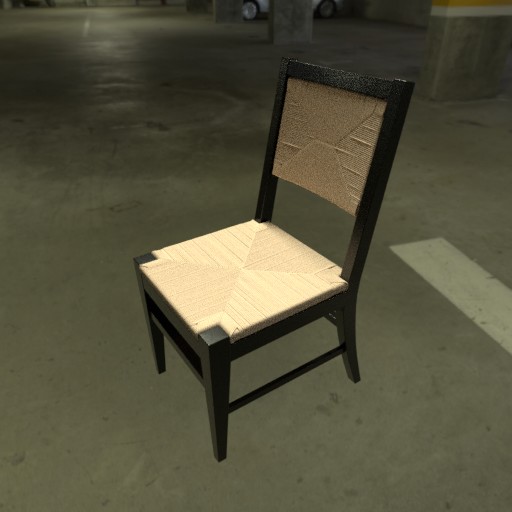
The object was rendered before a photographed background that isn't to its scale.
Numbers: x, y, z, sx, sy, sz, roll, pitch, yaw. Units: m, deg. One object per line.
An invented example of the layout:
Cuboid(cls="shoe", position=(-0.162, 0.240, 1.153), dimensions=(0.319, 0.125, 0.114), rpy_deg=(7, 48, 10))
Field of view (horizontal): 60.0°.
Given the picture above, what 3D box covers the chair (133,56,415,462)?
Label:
Cuboid(cls="chair", position=(0.000, 0.000, 1.221), dimensions=(0.552, 0.927, 0.437), rpy_deg=(-20, 37, -29))
